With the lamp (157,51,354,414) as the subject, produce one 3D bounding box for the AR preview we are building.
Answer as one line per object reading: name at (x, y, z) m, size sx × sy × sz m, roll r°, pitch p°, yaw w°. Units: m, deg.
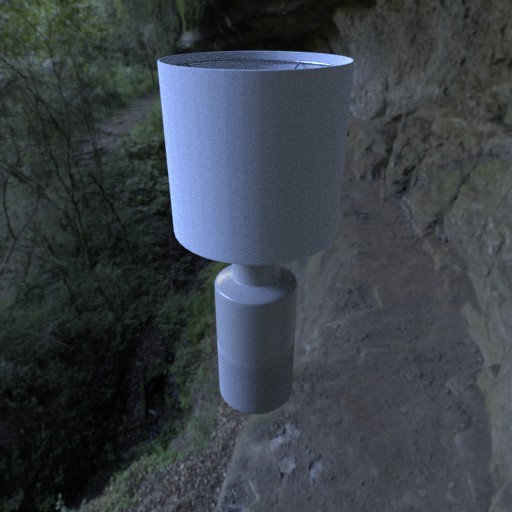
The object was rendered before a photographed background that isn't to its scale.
lamp at (0.000, 0.000, 0.604) m, size 0.212 × 0.493 × 0.212 m, roll 18°, pitch 34°, yaw 29°
